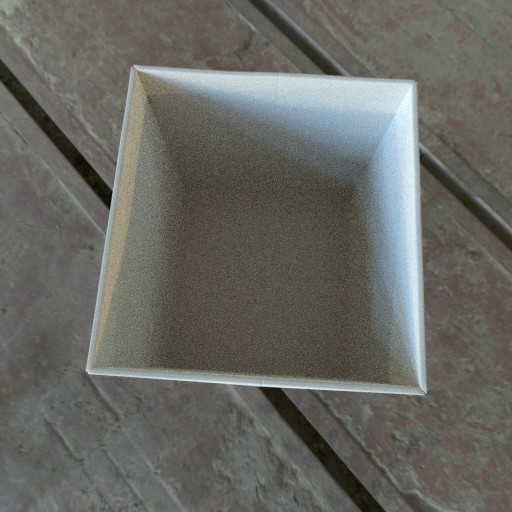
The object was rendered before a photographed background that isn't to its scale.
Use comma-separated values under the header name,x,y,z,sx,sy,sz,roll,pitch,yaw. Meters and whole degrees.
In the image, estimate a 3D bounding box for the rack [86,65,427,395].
name,x,y,z,sx,sy,sz,roll,pitch,yaw
rack,0.000,0.000,0.492,0.270,0.280,0.270,3,76,1
